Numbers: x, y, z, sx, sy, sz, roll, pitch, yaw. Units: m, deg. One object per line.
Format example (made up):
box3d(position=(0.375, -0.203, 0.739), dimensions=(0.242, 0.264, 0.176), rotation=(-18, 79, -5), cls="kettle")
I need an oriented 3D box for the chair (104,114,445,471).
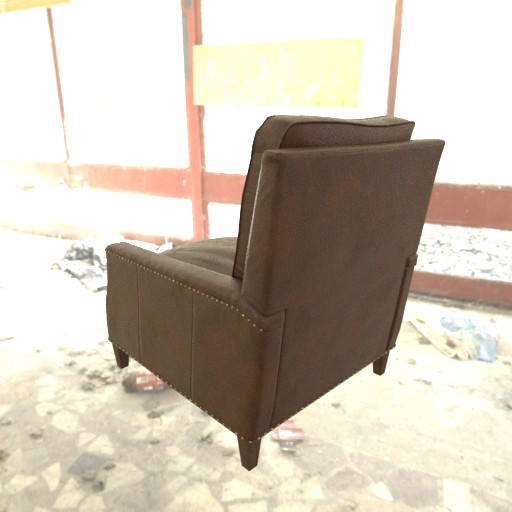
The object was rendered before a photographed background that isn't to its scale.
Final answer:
box3d(position=(0.000, 0.000, 1.741), dimensions=(0.854, 1.054, 1.035), rotation=(-16, 24, -42), cls="chair")
